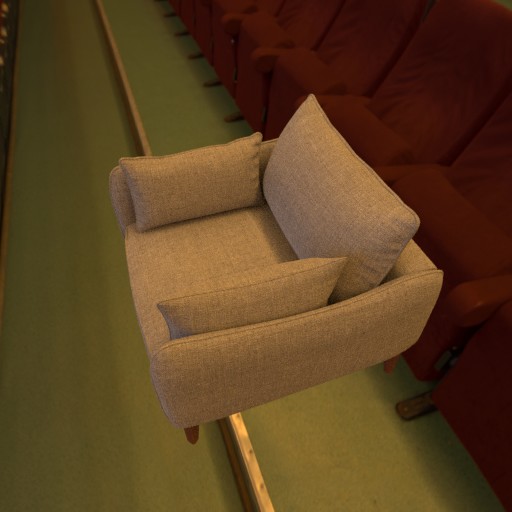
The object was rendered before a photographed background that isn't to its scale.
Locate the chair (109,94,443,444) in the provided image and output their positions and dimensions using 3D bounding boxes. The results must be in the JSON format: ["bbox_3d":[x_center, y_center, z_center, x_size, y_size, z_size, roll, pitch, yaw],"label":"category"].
[{"bbox_3d":[0.000,0.000,1.720,0.976,0.839,0.993,-15,48,-14],"label":"chair"}]
